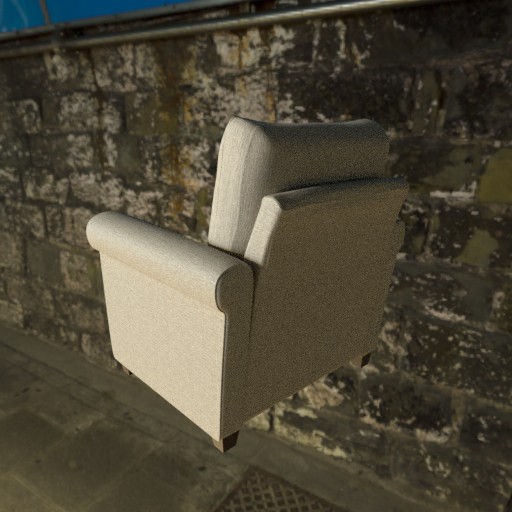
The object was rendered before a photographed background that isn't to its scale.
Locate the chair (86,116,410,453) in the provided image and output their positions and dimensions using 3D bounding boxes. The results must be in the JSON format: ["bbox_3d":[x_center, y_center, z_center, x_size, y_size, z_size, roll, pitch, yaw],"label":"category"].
[{"bbox_3d":[0.000,0.000,2.278,1.275,1.349,1.180,-15,22,-41],"label":"chair"}]
